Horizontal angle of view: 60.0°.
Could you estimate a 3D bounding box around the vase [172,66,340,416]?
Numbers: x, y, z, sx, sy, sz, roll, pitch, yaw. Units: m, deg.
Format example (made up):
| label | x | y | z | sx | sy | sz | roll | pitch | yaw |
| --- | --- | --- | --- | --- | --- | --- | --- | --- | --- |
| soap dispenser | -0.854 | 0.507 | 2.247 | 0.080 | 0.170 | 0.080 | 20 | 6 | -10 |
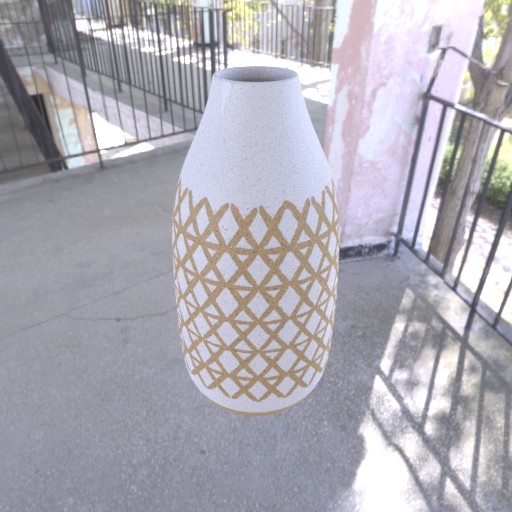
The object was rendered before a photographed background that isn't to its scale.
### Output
| label | x | y | z | sx | sy | sz | roll | pitch | yaw |
| --- | --- | --- | --- | --- | --- | --- | --- | --- | --- |
| vase | 0.000 | 0.000 | 0.490 | 0.186 | 0.380 | 0.186 | 0 | 33 | 0 |
